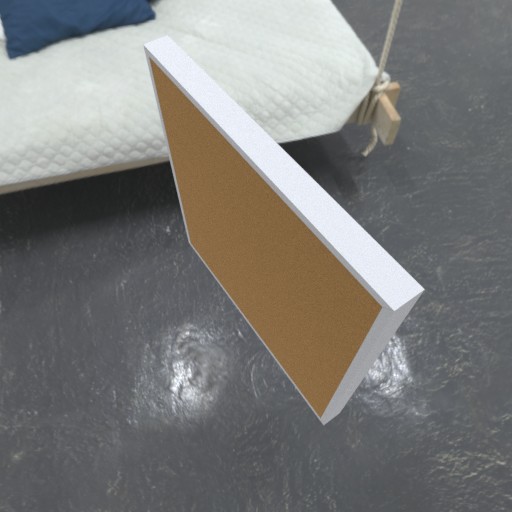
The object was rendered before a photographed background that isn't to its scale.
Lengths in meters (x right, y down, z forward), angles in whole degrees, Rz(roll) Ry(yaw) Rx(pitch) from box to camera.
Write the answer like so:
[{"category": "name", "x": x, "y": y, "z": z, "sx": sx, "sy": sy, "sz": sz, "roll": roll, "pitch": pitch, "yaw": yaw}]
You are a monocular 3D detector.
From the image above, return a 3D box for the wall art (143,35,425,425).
[{"category": "wall art", "x": 0.000, "y": 0.000, "z": 0.744, "sx": 0.040, "sy": 0.509, "sz": 0.509, "roll": -30, "pitch": 63, "yaw": -18}]
